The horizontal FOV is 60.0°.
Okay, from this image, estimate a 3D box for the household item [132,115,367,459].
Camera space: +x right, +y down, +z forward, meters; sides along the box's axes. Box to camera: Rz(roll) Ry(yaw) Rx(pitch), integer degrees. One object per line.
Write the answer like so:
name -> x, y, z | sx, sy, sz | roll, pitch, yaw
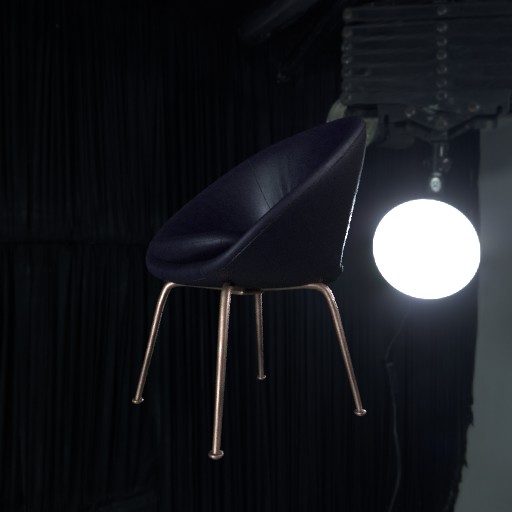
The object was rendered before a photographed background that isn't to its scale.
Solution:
household item -> 0.000, 0.000, 1.275 | 0.573, 0.852, 0.623 | 1, -1, -36
